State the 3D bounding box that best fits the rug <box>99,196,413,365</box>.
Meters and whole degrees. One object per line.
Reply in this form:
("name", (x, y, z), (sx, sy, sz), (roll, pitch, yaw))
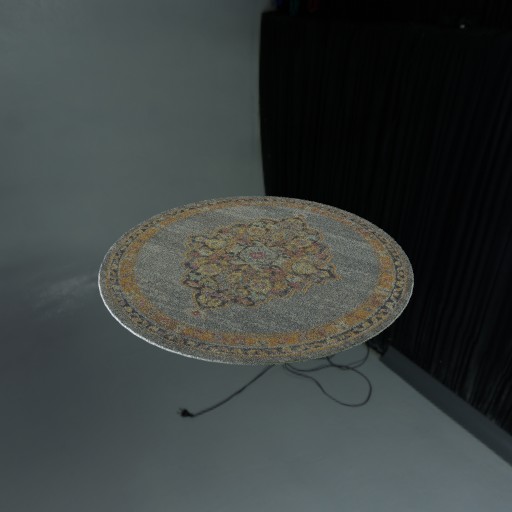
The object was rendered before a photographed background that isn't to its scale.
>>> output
("rug", (0.000, 0.000, 2.352), (1.598, 0.010, 1.598), (0, 31, 0))
